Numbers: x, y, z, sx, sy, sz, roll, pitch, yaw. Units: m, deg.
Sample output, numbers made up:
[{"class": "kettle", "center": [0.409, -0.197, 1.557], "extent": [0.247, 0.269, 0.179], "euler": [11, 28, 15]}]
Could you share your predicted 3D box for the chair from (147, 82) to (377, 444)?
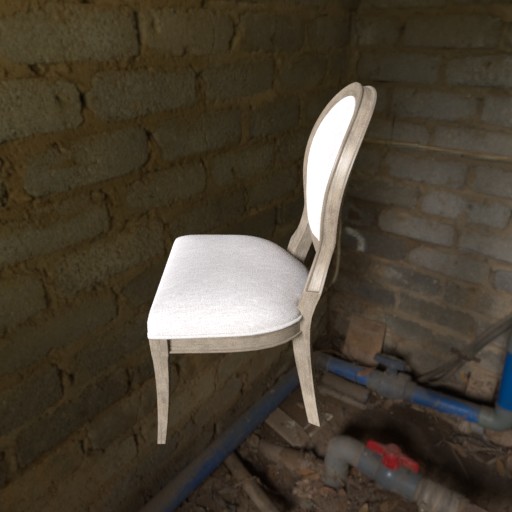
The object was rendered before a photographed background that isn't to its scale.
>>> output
[{"class": "chair", "center": [0.000, 0.000, 1.354], "extent": [0.602, 0.990, 0.558], "euler": [0, 26, -1]}]
